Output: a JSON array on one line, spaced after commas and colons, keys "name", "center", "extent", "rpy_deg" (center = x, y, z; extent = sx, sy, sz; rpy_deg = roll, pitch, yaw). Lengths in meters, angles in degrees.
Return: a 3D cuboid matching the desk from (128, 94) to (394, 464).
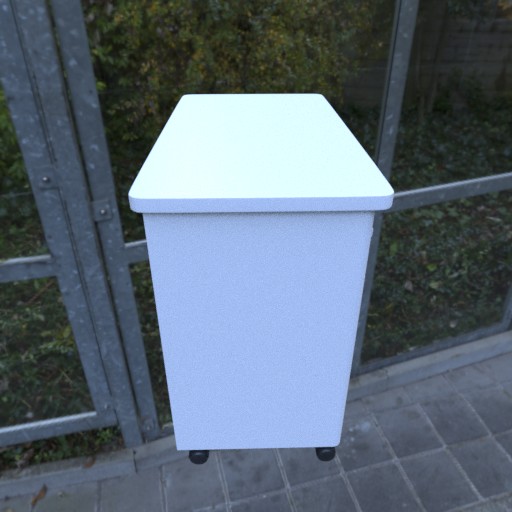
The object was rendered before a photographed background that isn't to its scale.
[{"name": "desk", "center": [0.000, 0.000, 1.334], "extent": [0.475, 0.763, 0.877], "rpy_deg": [-1, 31, -1]}]
